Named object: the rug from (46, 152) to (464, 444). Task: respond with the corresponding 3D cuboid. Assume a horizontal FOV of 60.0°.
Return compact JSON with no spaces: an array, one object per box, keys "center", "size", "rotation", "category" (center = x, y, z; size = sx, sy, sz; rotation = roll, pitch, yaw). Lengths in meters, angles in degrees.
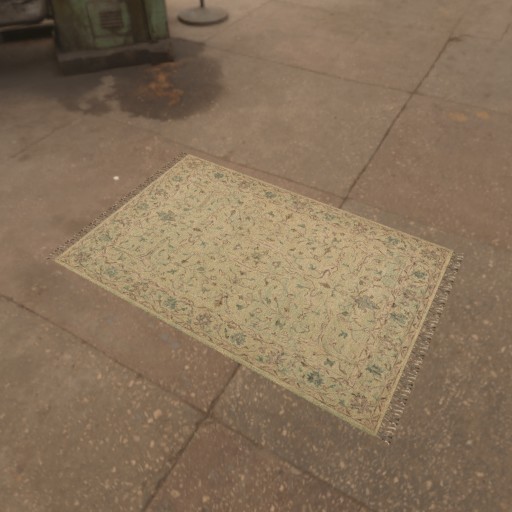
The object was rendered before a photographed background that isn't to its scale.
[{"center":[0.000,0.000,3.035],"size":[2.435,0.010,1.544],"rotation":[24,51,21],"category":"rug"}]
